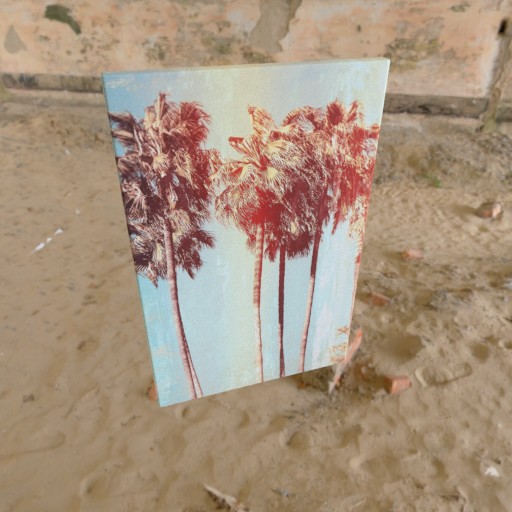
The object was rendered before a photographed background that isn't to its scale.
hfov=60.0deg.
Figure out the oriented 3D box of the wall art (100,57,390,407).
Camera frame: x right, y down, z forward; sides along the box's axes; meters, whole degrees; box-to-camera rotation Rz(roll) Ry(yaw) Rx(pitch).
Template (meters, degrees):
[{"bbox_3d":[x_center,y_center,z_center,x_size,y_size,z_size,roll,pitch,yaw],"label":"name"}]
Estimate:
[{"bbox_3d":[0.000,0.000,1.142,0.605,0.915,0.037,-10,33,-15],"label":"wall art"}]
